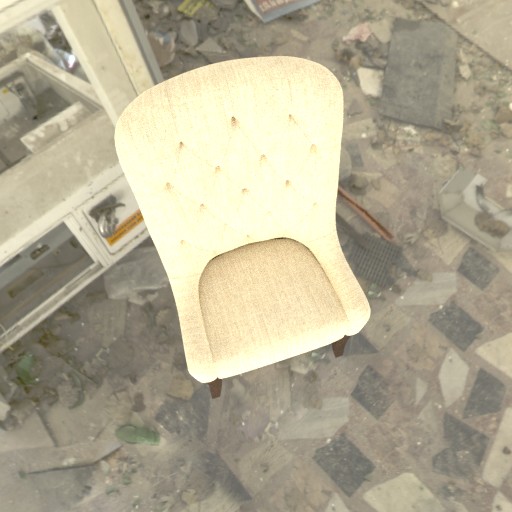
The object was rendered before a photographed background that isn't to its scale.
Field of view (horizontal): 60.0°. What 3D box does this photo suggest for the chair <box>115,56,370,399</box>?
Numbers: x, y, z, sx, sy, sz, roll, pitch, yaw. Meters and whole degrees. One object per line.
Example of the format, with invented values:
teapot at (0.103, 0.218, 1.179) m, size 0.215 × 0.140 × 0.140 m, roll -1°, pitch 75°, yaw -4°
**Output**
chair at (0.000, 0.000, 1.487) m, size 0.634 × 1.091 × 0.629 m, roll -16°, pitch 65°, yaw -8°
